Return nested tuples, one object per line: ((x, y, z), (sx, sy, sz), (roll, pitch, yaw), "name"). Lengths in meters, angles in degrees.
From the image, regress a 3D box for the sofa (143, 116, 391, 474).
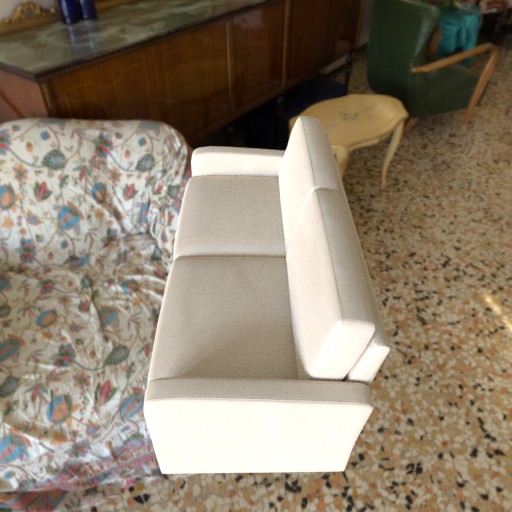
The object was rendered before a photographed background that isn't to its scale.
((0.000, 0.000, 2.262), (0.894, 0.831, 1.808), (0, 41, -1), "sofa")
